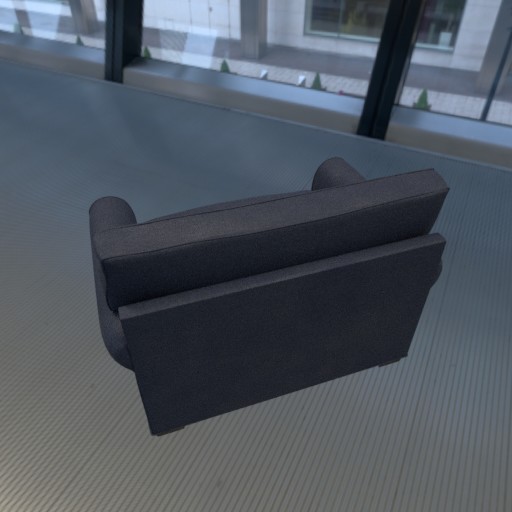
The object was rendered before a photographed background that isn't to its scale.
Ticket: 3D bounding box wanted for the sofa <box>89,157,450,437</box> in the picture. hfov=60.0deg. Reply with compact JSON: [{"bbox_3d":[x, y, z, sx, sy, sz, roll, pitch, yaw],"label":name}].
[{"bbox_3d":[0.000,0.000,2.055,1.405,1.004,0.938,-13,42,-15],"label":"sofa"}]
